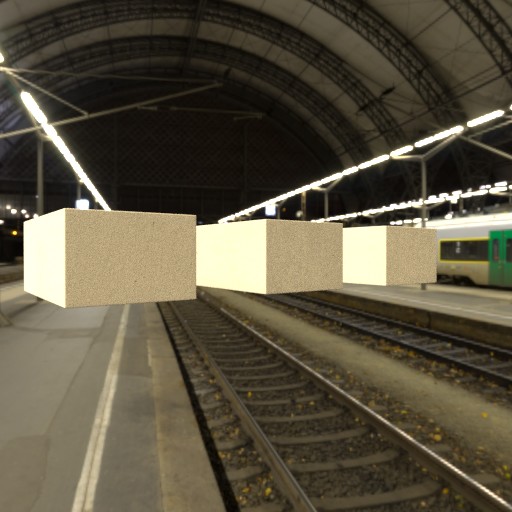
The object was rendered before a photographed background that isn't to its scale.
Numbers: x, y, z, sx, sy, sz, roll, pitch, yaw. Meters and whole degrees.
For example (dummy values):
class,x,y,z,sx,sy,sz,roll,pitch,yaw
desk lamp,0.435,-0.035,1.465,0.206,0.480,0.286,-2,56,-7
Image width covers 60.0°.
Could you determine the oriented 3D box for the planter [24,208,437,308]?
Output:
class,x,y,z,sx,sy,sz,roll,pitch,yaw
planter,0.000,0.000,0.375,0.333,0.051,0.127,0,1,-36
